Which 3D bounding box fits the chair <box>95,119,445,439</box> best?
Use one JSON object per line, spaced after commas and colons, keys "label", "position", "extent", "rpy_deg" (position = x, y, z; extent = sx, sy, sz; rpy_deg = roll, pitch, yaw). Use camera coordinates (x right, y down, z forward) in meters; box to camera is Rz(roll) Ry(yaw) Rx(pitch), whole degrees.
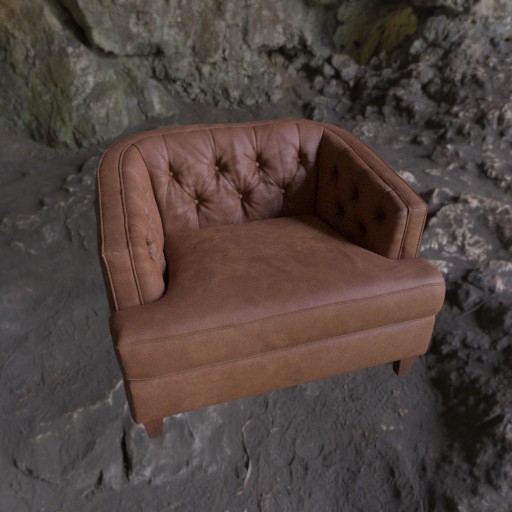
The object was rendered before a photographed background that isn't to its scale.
{"label": "chair", "position": [0.000, 0.000, 1.744], "extent": [1.119, 0.836, 0.911], "rpy_deg": [-9, 32, -15]}
